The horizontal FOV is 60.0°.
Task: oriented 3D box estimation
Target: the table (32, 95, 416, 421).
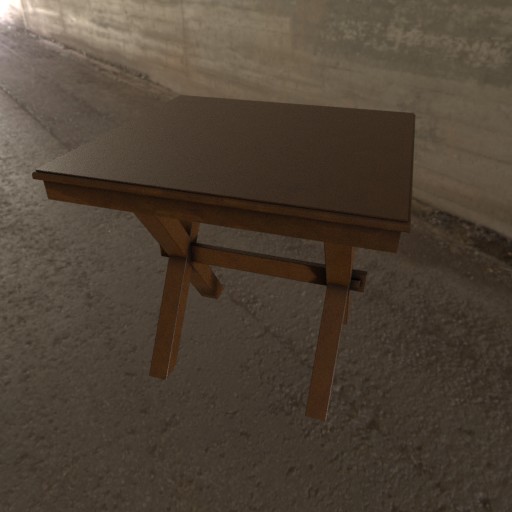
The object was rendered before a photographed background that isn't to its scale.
[{"bbox_3d":[0.000,0.000,1.030,0.602,0.562,0.560,10,34,15],"label":"table"}]
